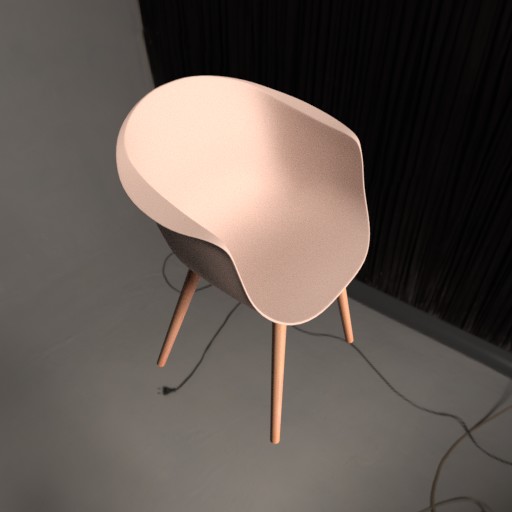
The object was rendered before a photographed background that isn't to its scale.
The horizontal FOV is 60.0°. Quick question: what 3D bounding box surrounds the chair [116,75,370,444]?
[{"bbox_3d":[0.000,0.000,1.147,0.504,0.781,0.593,26,47,27],"label":"chair"}]
